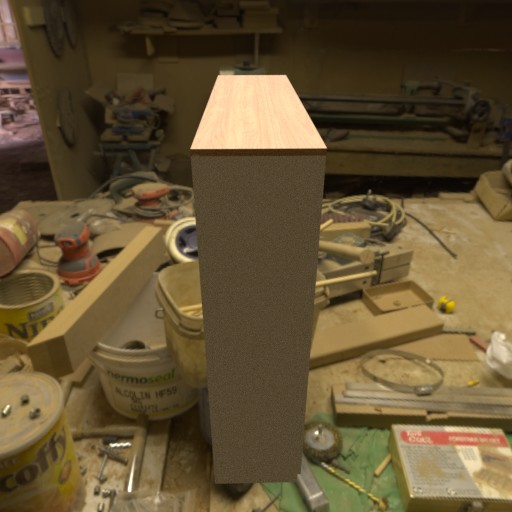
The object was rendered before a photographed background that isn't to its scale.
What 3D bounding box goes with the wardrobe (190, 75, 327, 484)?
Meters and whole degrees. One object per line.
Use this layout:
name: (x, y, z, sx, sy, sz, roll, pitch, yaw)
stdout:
wardrobe: (0.000, 0.000, 3.341, 0.590, 2.260, 2.160, -1, 30, -1)
